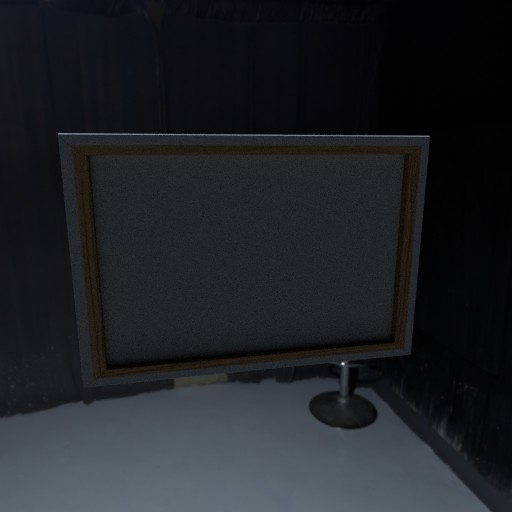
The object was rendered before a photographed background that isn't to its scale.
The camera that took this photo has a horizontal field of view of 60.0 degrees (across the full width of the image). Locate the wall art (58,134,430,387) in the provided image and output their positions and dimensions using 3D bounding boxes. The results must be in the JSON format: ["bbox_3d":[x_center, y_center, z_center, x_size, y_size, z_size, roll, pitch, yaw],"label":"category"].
[{"bbox_3d":[0.000,0.000,0.494,0.381,0.259,0.038,-3,14,-11],"label":"wall art"}]
